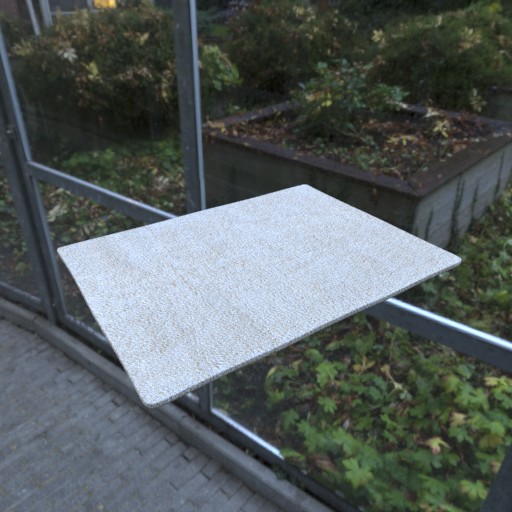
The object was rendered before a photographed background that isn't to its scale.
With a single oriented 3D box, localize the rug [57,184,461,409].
[{"bbox_3d":[0.000,0.000,2.171,1.600,0.027,1.200,-19,35,-29],"label":"rug"}]
